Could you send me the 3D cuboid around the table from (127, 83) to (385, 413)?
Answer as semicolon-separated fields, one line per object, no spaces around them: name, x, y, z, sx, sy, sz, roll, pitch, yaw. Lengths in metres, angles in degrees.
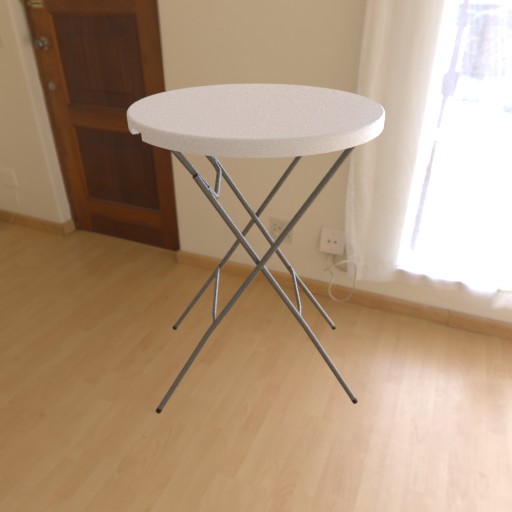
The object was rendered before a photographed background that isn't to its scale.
table;0.000;0.000;1.675;0.795;1.105;0.792;-1;30;-2
